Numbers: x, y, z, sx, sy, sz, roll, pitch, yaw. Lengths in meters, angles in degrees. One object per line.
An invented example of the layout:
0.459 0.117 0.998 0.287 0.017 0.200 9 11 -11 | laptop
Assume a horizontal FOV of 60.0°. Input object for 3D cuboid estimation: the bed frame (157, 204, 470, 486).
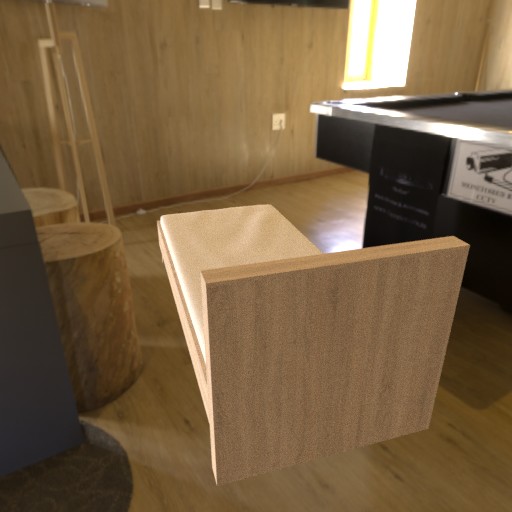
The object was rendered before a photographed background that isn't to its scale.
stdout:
0.000 0.000 2.624 0.990 0.920 2.140 -8 26 -16 | bed frame
